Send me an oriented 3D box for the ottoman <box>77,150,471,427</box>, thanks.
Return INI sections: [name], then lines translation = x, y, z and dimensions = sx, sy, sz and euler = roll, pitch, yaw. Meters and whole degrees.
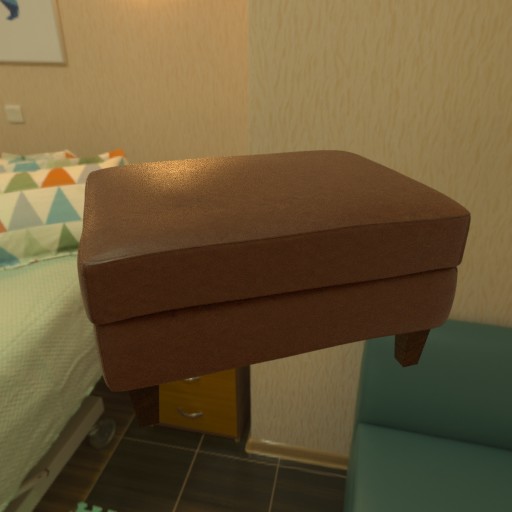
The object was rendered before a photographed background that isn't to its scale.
[ottoman]
translation = 0.000, 0.000, 1.221
dimensions = 0.851, 0.485, 0.650
euler = -8, 28, -15
